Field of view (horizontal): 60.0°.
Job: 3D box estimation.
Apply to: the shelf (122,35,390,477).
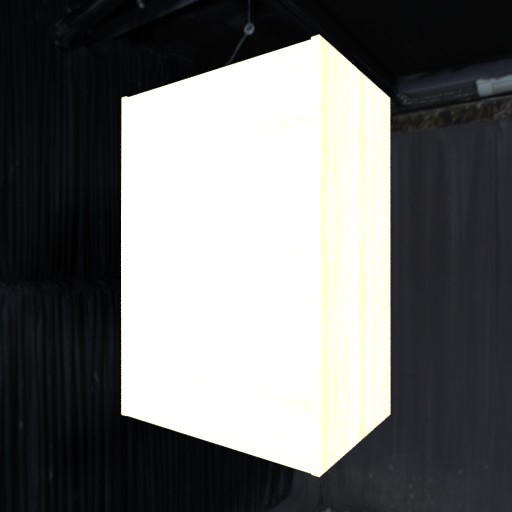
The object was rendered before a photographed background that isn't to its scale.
[{"bbox_3d":[0.000,0.000,0.829,0.414,0.592,0.290,0,0,35],"label":"shelf"}]
